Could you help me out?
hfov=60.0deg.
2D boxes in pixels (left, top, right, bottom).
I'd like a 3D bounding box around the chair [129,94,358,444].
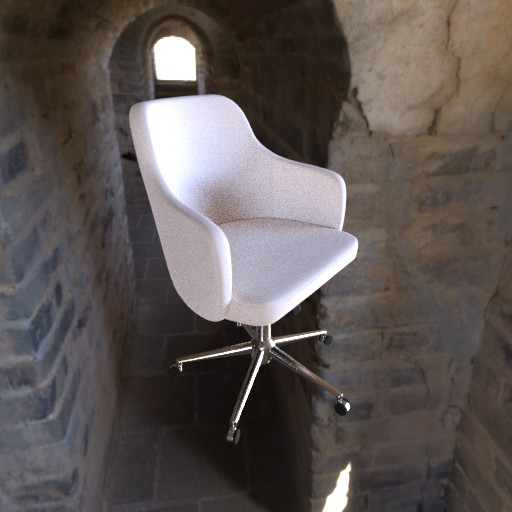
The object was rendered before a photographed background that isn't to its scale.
[{"bbox_3d":[0.000,0.000,1.259,0.647,0.819,0.602,17,30,32],"label":"chair"}]
